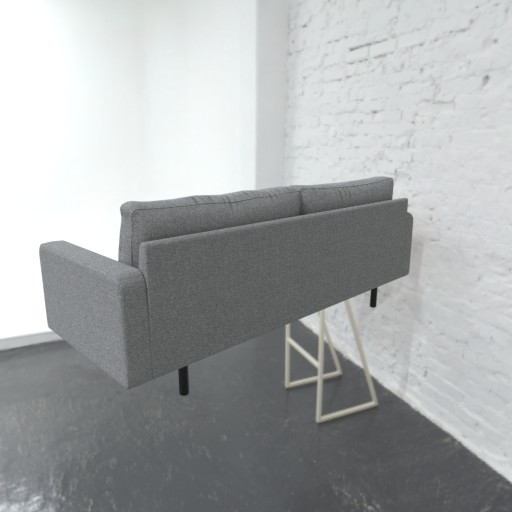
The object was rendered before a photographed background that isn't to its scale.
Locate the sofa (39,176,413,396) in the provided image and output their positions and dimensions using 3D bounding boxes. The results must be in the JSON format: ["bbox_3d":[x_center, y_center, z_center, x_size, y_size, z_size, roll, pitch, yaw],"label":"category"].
[{"bbox_3d":[0.000,0.000,2.665,2.200,0.880,0.880,-14,20,-42],"label":"sofa"}]
